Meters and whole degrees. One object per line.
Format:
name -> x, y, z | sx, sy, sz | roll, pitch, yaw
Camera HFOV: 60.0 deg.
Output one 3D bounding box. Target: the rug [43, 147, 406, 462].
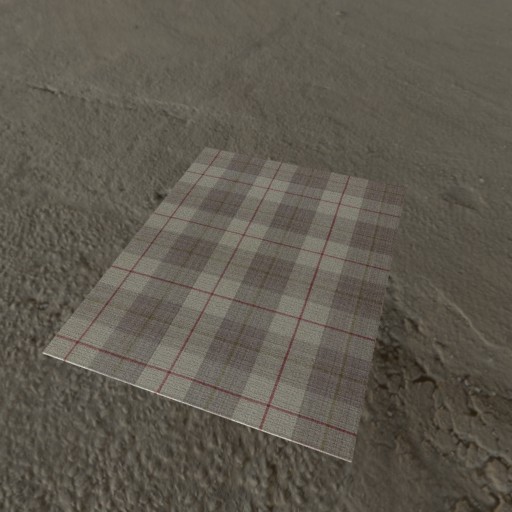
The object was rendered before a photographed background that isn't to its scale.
rug -> 0.000, 0.000, 3.997 | 2.317, 0.016, 2.959 | 14, 48, 14
